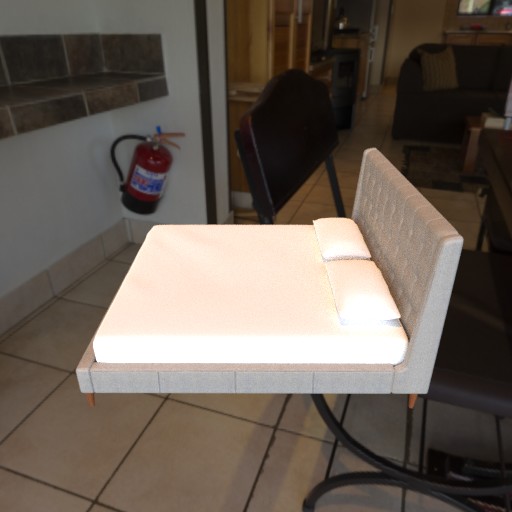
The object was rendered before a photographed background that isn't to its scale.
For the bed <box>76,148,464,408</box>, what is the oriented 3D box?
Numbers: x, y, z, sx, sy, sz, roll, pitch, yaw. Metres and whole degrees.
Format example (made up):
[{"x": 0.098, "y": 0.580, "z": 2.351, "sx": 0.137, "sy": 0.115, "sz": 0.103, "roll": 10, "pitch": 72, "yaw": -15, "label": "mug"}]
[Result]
[{"x": 0.000, "y": 0.000, "z": 3.635, "sx": 2.342, "sy": 1.289, "sz": 2.062, "roll": 0, "pitch": 27, "yaw": 0, "label": "bed"}]
